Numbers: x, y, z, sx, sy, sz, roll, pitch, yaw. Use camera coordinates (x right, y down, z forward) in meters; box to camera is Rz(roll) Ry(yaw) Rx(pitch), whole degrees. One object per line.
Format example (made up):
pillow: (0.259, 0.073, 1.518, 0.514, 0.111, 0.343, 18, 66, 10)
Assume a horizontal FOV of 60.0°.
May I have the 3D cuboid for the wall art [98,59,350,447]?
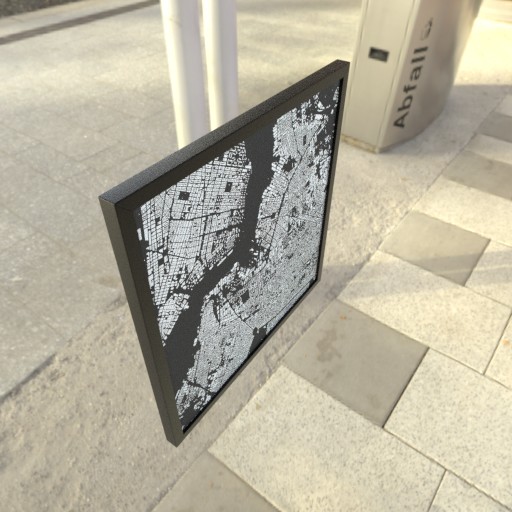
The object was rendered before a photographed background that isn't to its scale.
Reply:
wall art: (0.000, 0.000, 1.129, 0.038, 0.761, 0.755, 25, 47, 26)
